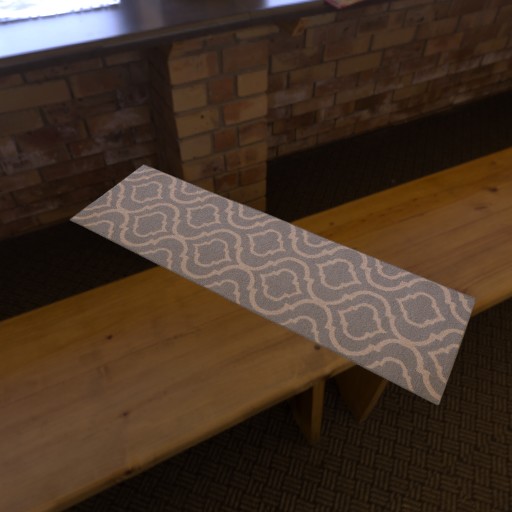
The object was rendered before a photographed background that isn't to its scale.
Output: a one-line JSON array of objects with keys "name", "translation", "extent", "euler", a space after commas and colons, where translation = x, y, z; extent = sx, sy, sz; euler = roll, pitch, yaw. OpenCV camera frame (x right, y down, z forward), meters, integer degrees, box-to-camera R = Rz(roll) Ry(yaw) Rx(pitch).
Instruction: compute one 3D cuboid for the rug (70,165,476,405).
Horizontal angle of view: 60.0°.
[{"name": "rug", "translation": [0.000, 0.000, 2.517], "extent": [2.275, 0.009, 0.684], "euler": [24, 51, 21]}]
